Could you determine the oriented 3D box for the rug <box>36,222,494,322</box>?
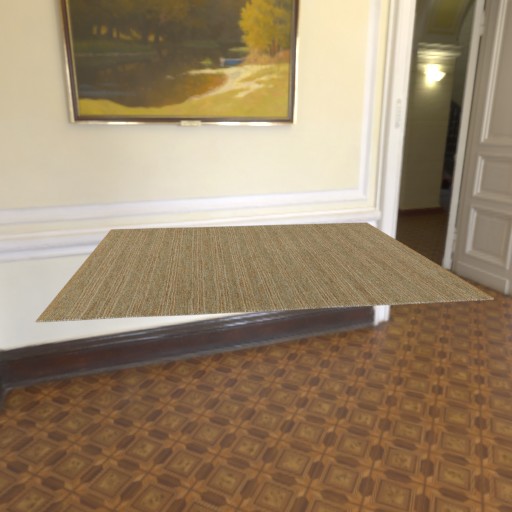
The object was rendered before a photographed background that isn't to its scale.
[{"bbox_3d":[0.000,0.000,4.068,3.034,0.012,2.471,-2,17,-7],"label":"rug"}]
